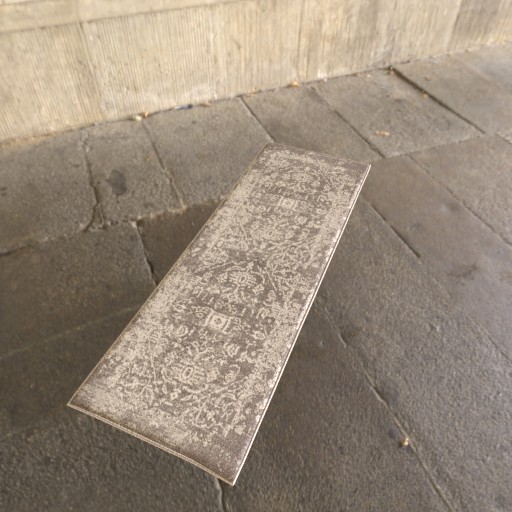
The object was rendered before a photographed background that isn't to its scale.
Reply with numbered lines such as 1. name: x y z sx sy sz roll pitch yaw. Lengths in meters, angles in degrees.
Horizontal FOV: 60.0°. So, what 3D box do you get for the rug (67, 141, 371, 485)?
1. rug: 0.000 0.000 2.687 0.855 0.017 2.452 17 48 16
